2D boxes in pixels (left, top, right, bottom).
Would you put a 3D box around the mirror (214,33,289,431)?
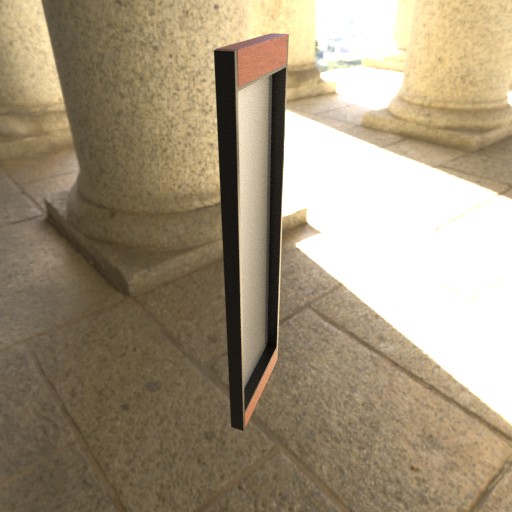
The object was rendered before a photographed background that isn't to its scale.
[{"bbox_3d":[0.000,0.000,1.277,0.047,1.123,0.343,11,34,18],"label":"mirror"}]
